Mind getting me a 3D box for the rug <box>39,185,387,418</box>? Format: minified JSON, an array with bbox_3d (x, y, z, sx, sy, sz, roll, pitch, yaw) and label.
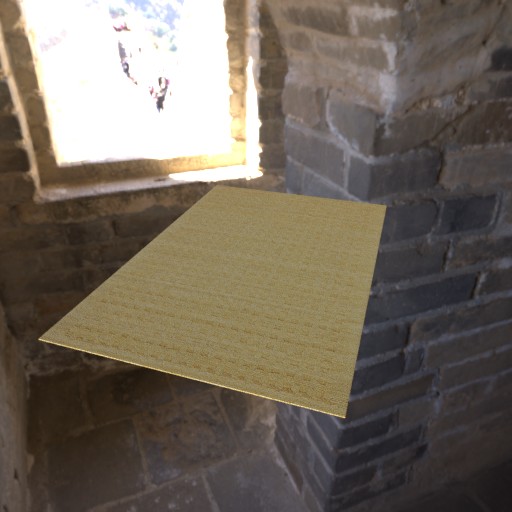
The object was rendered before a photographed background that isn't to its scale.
[{"bbox_3d":[0.000,0.000,2.944,1.524,0.006,2.286,9,31,16],"label":"rug"}]
